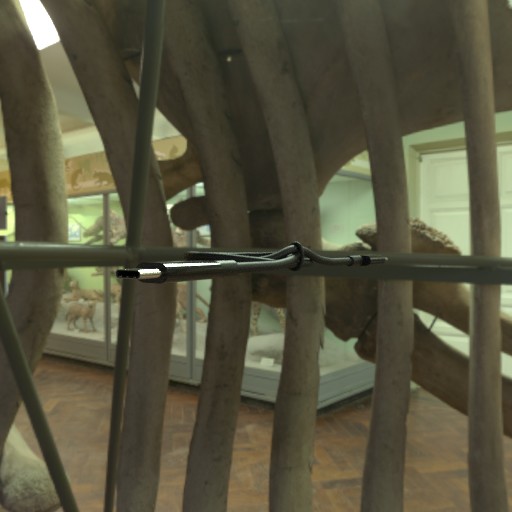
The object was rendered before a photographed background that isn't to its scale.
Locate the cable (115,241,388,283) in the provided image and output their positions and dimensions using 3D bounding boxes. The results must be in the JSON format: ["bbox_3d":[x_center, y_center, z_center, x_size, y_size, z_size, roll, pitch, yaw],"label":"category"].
[{"bbox_3d":[0.000,0.000,0.226,0.070,0.014,0.203,1,1,35],"label":"cable"}]
